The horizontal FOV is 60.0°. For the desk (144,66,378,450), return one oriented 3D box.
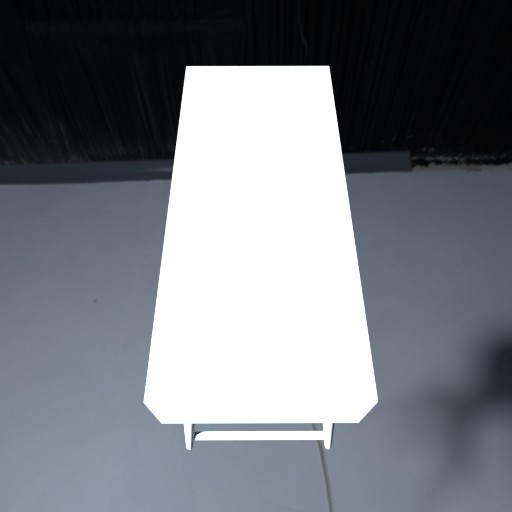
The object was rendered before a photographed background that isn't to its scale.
[{"bbox_3d":[0.000,0.000,1.749,0.589,0.762,1.313,0,58,0],"label":"desk"}]
